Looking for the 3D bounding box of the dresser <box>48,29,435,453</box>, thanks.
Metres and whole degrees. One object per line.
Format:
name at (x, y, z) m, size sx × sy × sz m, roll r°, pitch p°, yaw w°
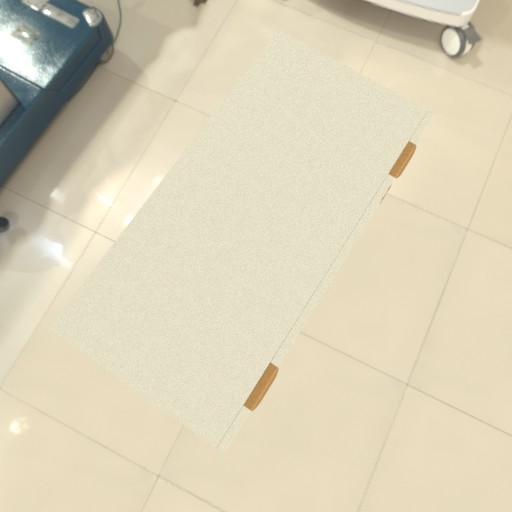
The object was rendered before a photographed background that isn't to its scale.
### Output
dresser at (0.000, 0.000, 1.349) m, size 0.457 × 0.721 × 0.905 m, roll 32°, pitch 77°, yaw 8°
